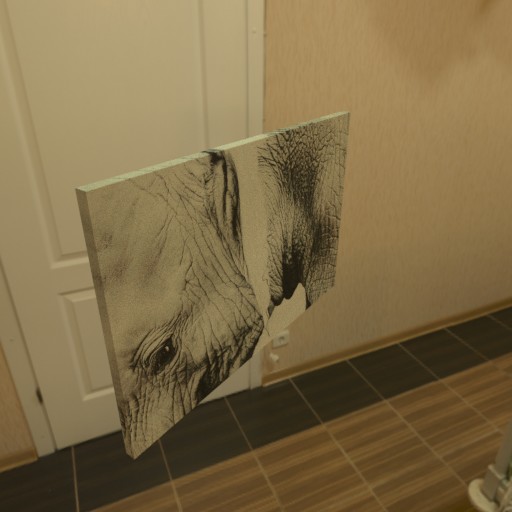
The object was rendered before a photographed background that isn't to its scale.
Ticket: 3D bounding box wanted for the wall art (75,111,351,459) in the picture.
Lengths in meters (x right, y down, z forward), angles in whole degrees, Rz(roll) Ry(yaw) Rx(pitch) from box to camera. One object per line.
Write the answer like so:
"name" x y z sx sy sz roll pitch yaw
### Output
"wall art" 0.000 0.000 1.440 0.035 0.758 1.141 19 33 32
